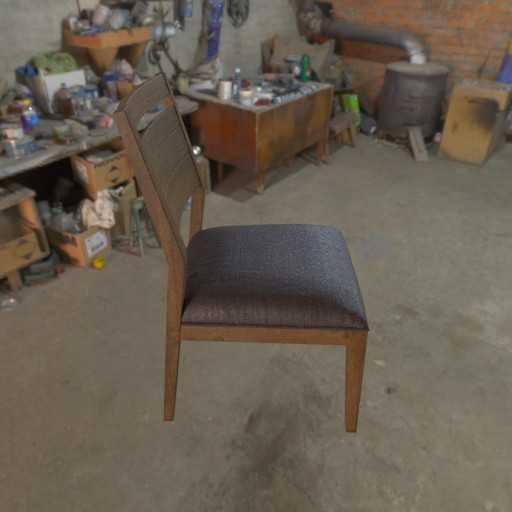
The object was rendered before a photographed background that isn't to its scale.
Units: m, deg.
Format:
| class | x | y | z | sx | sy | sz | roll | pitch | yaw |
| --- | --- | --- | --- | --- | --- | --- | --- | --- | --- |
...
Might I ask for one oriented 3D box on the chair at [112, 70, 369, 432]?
| class | x | y | z | sx | sy | sz | roll | pitch | yaw |
| --- | --- | --- | --- | --- | --- | --- | --- | --- | --- |
| chair | 0.000 | 0.000 | 1.292 | 0.610 | 0.939 | 0.501 | 0 | 32 | 1 |
